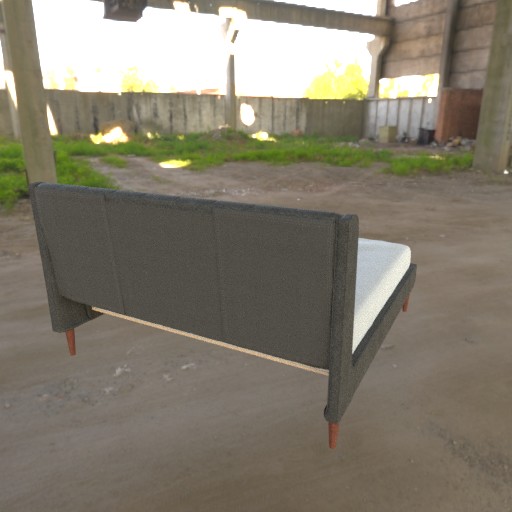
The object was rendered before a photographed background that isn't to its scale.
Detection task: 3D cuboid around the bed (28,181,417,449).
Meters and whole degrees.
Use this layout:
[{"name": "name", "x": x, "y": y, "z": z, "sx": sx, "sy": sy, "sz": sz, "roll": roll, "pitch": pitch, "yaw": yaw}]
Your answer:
[{"name": "bed", "x": 0.000, "y": 0.000, "z": 2.521, "sx": 1.531, "sy": 0.933, "sz": 1.638, "roll": 9, "pitch": 20, "yaw": 27}]
